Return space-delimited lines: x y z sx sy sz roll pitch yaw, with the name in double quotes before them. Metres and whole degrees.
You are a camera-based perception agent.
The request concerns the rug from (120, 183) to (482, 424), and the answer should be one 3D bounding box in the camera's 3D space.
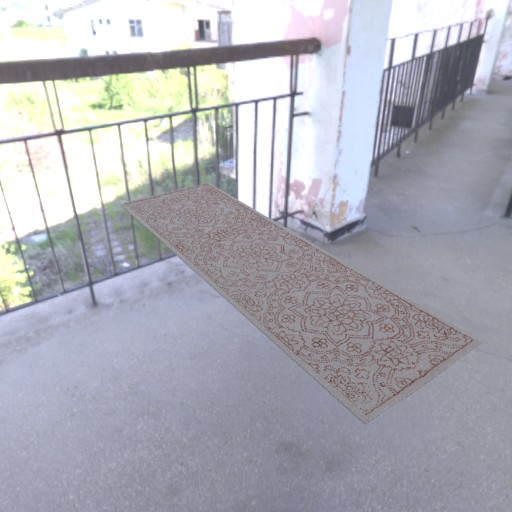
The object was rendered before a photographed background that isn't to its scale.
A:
"rug" 0.000 0.000 2.656 0.769 0.012 2.448 -20 36 -30
